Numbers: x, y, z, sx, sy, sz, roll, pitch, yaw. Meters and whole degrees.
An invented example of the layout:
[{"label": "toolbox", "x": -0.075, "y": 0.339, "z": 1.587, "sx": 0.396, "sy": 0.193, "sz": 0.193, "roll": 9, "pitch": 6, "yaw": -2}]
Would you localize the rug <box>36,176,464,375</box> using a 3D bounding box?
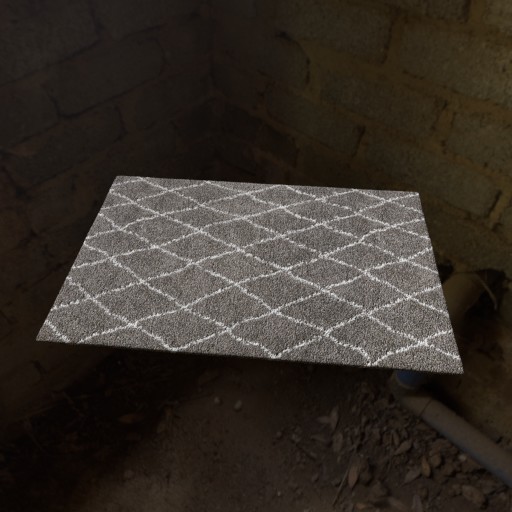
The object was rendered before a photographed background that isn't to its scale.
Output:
[{"label": "rug", "x": 0.000, "y": 0.000, "z": 3.419, "sx": 2.743, "sy": 0.030, "sz": 1.778, "roll": 4, "pitch": 47, "yaw": 3}]
